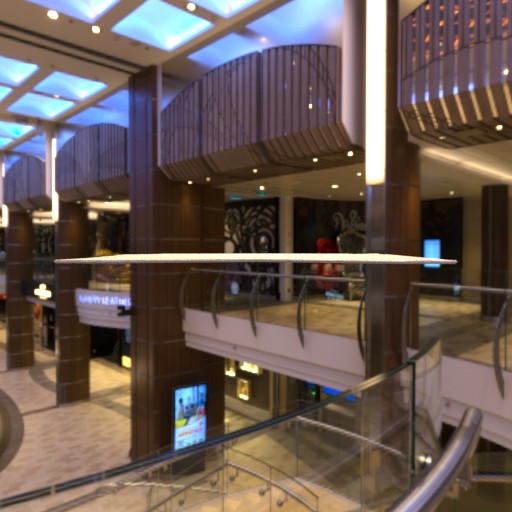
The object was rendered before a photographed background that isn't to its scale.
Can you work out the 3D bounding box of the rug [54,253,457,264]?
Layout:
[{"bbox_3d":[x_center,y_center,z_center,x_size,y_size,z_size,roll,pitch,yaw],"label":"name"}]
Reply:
[{"bbox_3d":[0.000,0.000,4.313,2.467,0.046,3.245,0,1,0],"label":"rug"}]
